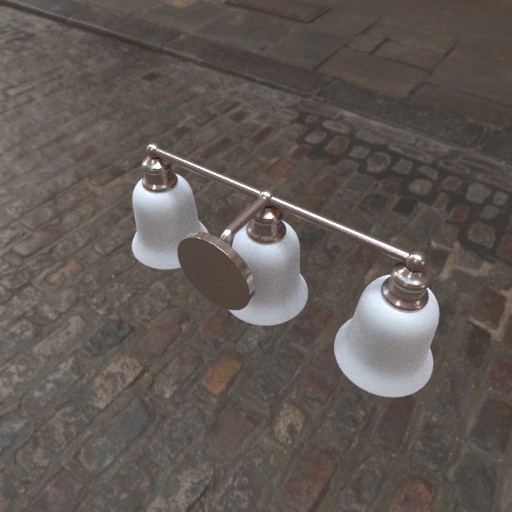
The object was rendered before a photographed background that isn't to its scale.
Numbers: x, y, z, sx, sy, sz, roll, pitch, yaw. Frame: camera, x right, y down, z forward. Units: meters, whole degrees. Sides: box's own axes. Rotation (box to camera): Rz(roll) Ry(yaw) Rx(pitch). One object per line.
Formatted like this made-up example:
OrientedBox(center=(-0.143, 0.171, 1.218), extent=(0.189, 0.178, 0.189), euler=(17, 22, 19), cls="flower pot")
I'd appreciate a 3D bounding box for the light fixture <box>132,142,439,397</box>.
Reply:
OrientedBox(center=(0.000, 0.000, 0.659), extent=(0.570, 0.211, 0.198), euler=(26, 51, 24), cls="light fixture")
